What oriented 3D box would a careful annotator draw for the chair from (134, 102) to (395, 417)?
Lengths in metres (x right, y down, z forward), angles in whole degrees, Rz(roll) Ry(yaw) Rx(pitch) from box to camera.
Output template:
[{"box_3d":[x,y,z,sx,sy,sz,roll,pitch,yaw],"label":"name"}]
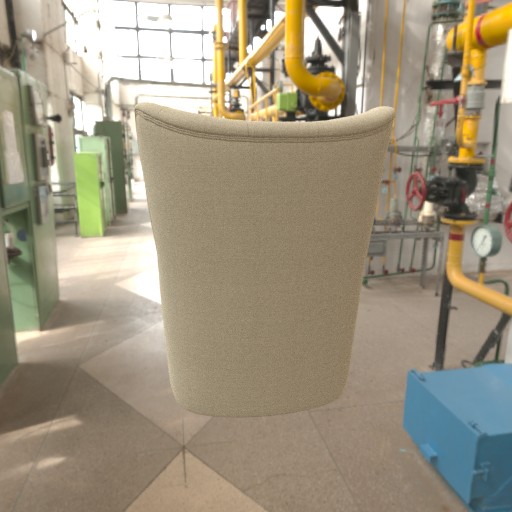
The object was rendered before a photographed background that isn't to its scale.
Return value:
[{"box_3d":[0.000,0.000,1.737,0.831,1.079,0.929,-2,13,-9],"label":"chair"}]
